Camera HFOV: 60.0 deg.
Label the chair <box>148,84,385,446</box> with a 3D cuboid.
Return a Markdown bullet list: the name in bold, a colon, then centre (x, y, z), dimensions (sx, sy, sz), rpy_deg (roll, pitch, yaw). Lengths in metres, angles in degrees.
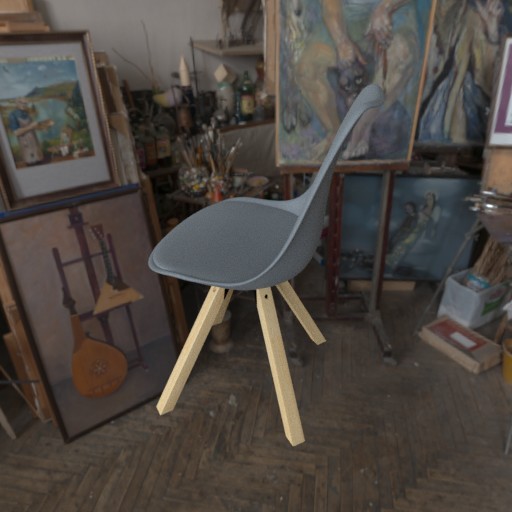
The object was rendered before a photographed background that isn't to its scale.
- **chair**: centre (0.000, 0.000, 1.179), dimensions (0.549, 0.850, 0.485), rpy_deg (8, 31, 13)
